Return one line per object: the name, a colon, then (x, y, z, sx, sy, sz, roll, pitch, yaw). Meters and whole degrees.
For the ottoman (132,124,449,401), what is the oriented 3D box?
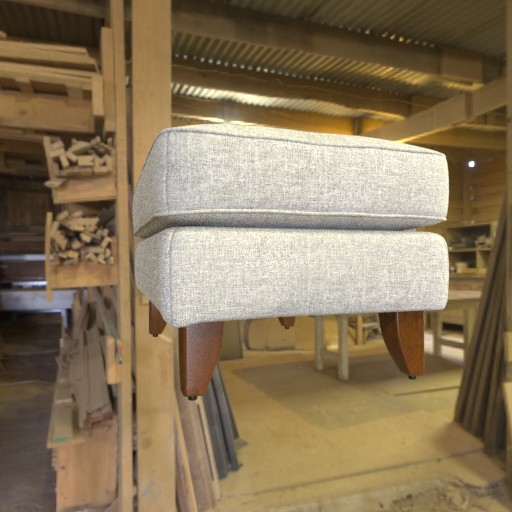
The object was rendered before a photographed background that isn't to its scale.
ottoman: (0.000, 0.000, 1.283, 0.661, 0.561, 0.889, 0, 0, -18)
